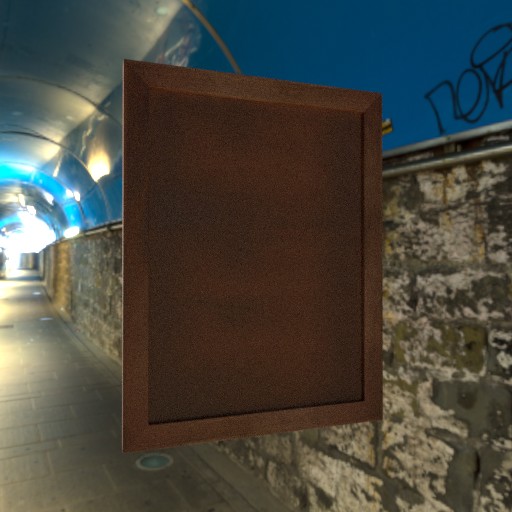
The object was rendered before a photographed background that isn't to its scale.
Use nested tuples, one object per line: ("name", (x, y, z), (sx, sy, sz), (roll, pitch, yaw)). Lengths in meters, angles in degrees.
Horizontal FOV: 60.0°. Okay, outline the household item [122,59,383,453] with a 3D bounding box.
("household item", (0.000, 0.000, 0.536), (0.310, 0.407, 0.067), (0, 0, -18))
